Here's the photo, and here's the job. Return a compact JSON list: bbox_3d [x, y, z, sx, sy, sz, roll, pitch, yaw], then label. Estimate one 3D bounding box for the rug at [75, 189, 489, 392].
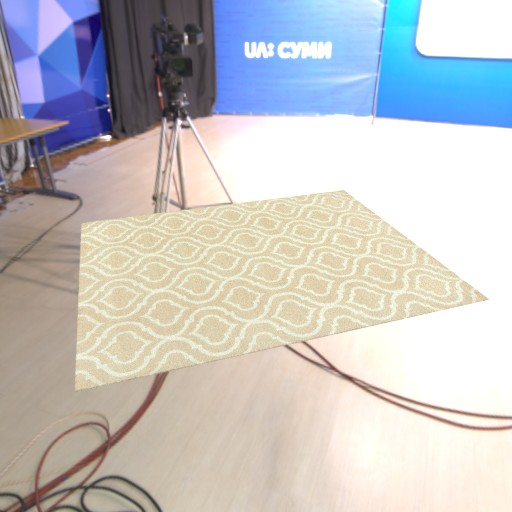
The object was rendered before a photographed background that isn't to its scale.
[{"bbox_3d":[0.000,0.000,3.832,2.894,0.013,2.286,-9,31,-15],"label":"rug"}]
